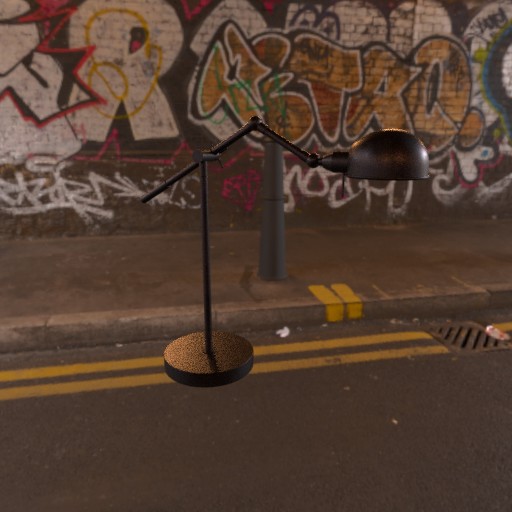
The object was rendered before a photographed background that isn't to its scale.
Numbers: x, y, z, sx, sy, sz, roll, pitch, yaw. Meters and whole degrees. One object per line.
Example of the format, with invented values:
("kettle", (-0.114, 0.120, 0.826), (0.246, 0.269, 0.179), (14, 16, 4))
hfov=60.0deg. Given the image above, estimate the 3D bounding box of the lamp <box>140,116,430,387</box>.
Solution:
("lamp", (0.000, 0.000, 0.817), (0.567, 0.495, 0.185), (8, 17, 26))
